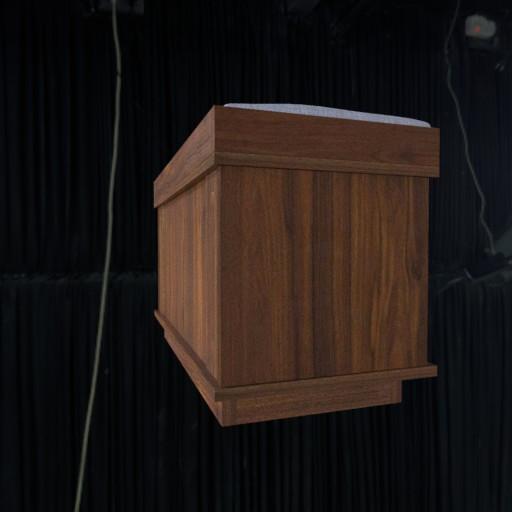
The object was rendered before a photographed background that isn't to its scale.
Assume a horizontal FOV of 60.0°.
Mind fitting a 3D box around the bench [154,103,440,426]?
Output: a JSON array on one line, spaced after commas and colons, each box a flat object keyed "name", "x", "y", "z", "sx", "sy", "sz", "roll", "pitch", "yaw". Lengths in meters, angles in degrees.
[{"name": "bench", "x": 0.000, "y": 0.000, "z": 0.971, "sx": 0.362, "sy": 0.461, "sz": 0.734, "roll": -1, "pitch": 2, "yaw": -19}]
